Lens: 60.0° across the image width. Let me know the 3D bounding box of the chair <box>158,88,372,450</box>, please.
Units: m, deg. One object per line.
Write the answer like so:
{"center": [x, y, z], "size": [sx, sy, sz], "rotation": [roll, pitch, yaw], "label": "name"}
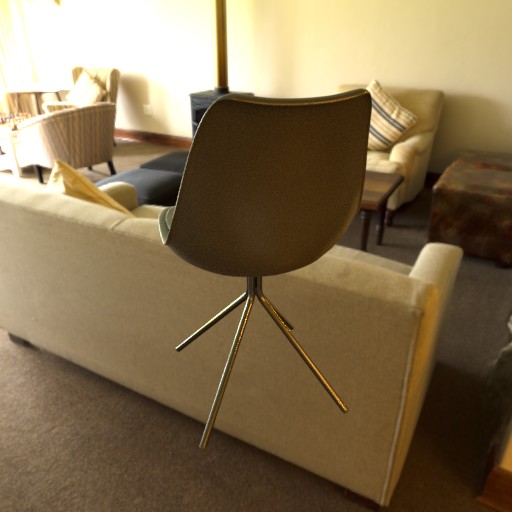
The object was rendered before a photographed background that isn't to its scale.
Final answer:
{"center": [0.000, 0.000, 1.132], "size": [0.461, 0.850, 0.525], "rotation": [-8, 28, -16], "label": "chair"}
